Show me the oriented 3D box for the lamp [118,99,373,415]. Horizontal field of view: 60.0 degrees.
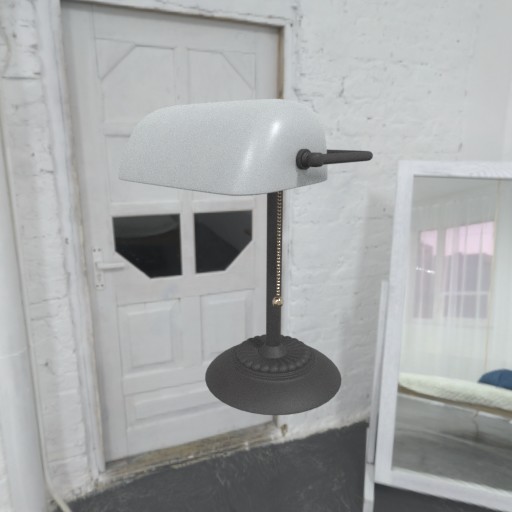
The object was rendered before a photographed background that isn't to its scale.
[{"bbox_3d":[0.000,0.000,0.522,0.264,0.339,0.243,15,22,43],"label":"lamp"}]
